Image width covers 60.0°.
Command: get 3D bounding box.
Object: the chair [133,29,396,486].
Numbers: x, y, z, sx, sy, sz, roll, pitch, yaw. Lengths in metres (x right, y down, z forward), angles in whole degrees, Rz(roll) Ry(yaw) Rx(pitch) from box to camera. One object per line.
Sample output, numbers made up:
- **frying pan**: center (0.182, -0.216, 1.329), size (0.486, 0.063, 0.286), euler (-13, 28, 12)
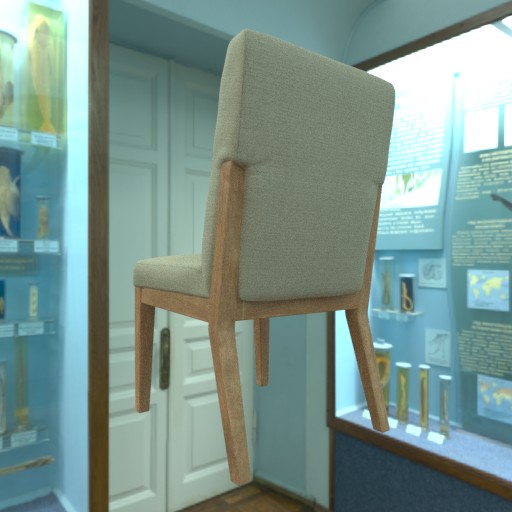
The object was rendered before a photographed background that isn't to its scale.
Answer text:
- **chair**: center (0.000, 0.000, 1.228), size (0.507, 0.911, 0.586), euler (0, 0, -37)
